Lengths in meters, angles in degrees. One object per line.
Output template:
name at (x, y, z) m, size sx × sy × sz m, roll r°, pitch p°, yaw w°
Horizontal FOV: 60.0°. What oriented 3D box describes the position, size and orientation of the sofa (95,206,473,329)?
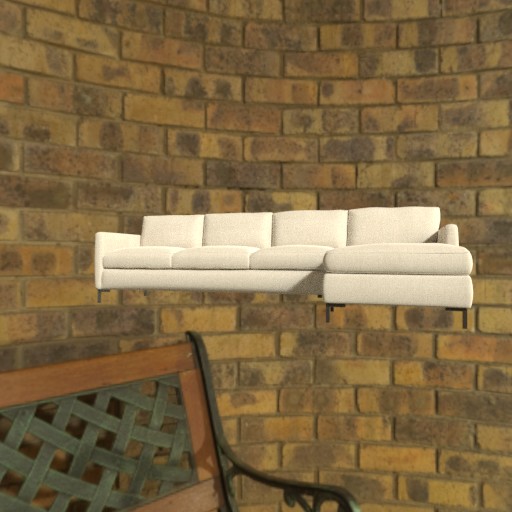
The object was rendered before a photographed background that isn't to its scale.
sofa at (0.000, 0.000, 2.905) m, size 2.445 × 0.677 × 1.126 m, roll 0°, pitch 0°, yaw 19°
